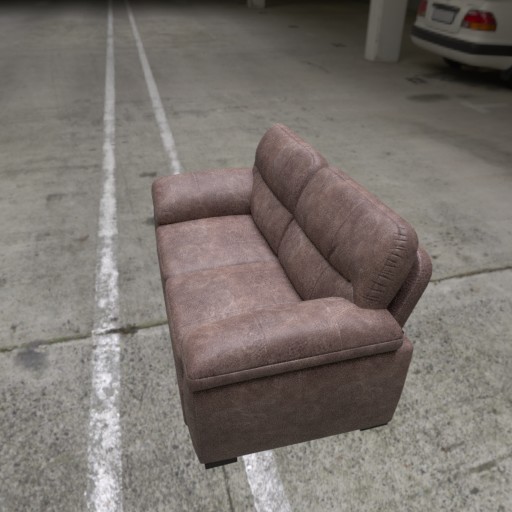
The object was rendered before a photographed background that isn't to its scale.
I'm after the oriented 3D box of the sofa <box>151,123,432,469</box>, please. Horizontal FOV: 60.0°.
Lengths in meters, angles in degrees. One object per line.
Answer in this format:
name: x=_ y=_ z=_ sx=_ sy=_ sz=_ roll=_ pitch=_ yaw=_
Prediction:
sofa: x=0.000 y=0.000 z=2.331 sx=0.991 sy=0.991 sz=1.753 roll=-8 pitch=32 yaw=-13
